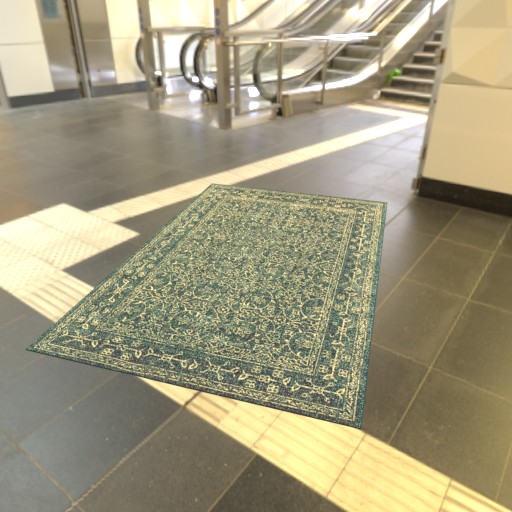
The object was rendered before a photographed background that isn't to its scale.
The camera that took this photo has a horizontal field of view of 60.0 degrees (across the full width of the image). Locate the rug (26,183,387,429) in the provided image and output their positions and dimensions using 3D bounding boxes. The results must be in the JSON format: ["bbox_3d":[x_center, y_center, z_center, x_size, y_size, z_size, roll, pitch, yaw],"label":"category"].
[{"bbox_3d":[0.000,0.000,2.218,1.200,0.005,1.819,8,30,15],"label":"rug"}]
